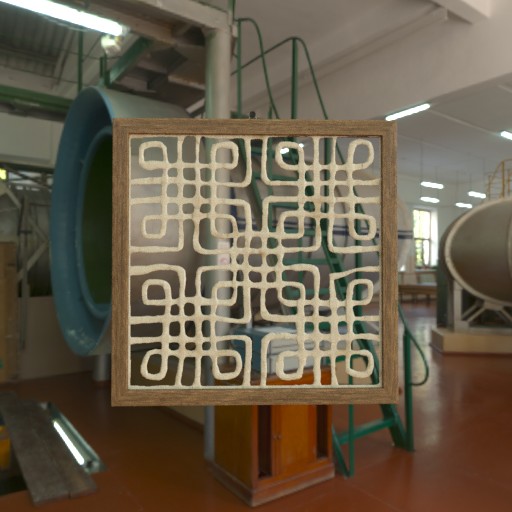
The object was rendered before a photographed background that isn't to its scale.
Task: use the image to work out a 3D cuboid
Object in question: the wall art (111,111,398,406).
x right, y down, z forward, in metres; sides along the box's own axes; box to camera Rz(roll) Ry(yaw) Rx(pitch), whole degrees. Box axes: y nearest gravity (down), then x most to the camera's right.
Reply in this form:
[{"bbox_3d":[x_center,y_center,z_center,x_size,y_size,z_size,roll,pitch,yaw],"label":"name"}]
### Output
[{"bbox_3d":[0.000,0.000,0.879,0.561,0.582,0.021,0,-1,-2],"label":"wall art"}]
